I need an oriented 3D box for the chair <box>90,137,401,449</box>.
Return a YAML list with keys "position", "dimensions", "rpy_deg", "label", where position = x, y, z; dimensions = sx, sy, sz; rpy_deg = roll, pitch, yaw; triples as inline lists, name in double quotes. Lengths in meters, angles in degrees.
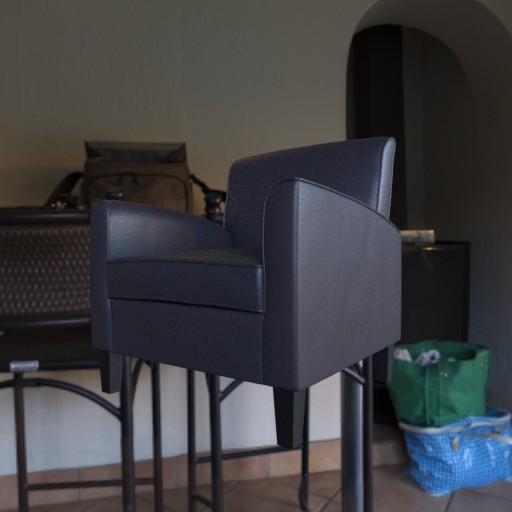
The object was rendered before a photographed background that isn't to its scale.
- position: [0.000, 0.000, 1.574]
  dimensions: [0.820, 0.916, 0.819]
  rpy_deg: [0, 1, 36]
  label: "chair"
